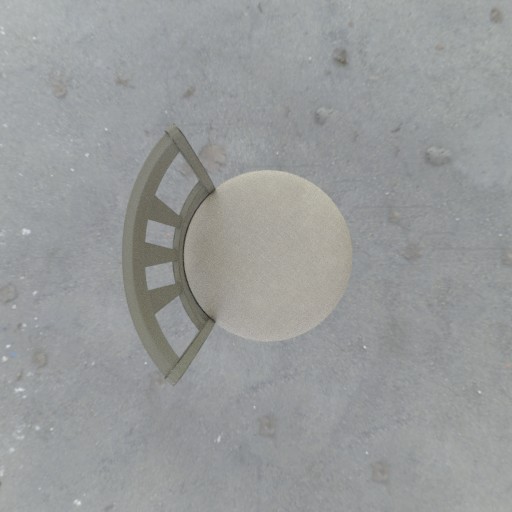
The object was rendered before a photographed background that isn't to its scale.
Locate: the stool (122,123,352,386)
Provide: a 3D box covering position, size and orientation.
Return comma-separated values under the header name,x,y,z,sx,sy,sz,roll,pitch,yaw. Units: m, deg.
name,x,y,z,sx,sy,sz,roll,pitch,yaw
stool,0.000,0.000,1.245,0.486,0.994,0.450,0,90,-2
